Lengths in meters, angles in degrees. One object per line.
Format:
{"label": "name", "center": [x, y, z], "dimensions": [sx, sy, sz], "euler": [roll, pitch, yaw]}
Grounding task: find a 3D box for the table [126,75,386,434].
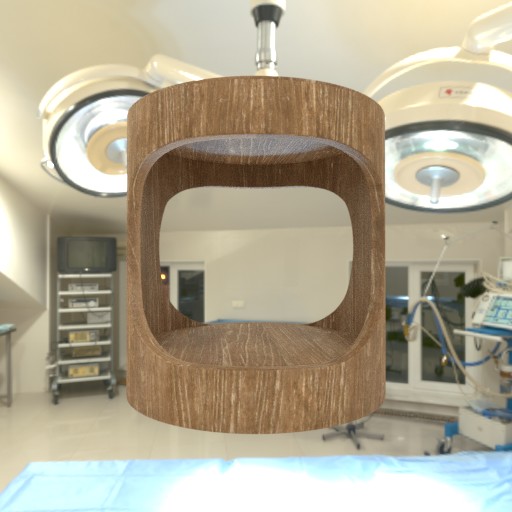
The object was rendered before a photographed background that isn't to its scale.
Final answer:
{"label": "table", "center": [0.000, 0.000, 0.942], "dimensions": [0.527, 0.551, 0.527], "euler": [0, -1, 0]}
